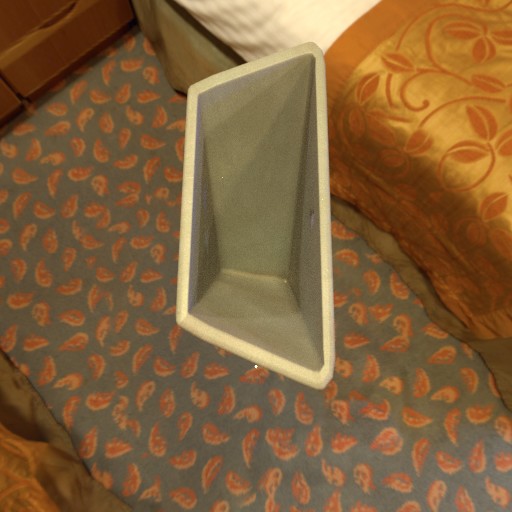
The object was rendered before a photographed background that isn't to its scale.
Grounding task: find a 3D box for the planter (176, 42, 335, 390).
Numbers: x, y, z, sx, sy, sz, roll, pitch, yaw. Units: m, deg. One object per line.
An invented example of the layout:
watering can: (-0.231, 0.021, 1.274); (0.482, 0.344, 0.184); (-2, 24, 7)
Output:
planter: (0.000, 0.000, 0.275); (0.060, 0.197, 0.150); (0, 76, 0)
